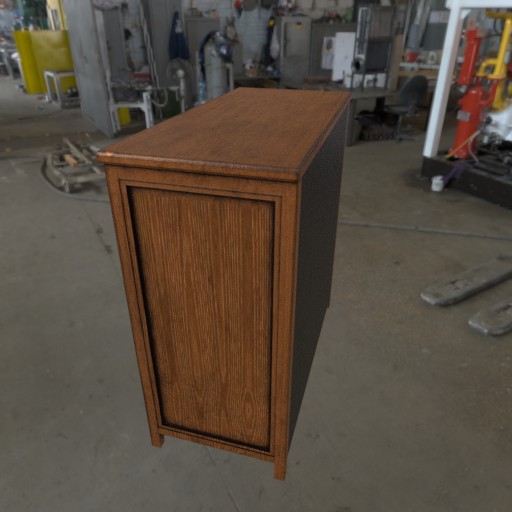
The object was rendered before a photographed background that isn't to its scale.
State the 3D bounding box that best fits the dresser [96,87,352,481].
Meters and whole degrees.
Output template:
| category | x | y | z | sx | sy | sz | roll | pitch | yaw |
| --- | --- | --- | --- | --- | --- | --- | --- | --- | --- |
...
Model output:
| category | x | y | z | sx | sy | sz | roll | pitch | yaw |
| --- | --- | --- | --- | --- | --- | --- | --- | --- | --- |
| dresser | 0.000 | 0.000 | 1.962 | 0.591 | 1.224 | 1.250 | 8 | 30 | 14 |
